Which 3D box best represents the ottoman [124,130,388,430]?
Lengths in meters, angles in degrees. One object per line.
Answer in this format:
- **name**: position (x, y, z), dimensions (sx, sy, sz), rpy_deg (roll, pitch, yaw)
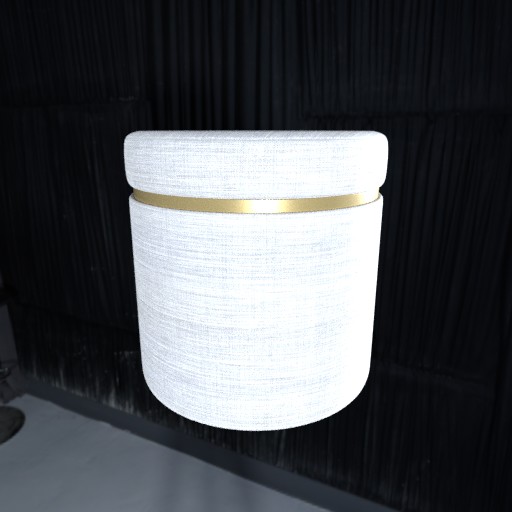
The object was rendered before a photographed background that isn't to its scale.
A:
- **ottoman**: position (0.000, 0.000, 0.746), dimensions (0.400, 0.406, 0.400), rpy_deg (0, 16, 0)
